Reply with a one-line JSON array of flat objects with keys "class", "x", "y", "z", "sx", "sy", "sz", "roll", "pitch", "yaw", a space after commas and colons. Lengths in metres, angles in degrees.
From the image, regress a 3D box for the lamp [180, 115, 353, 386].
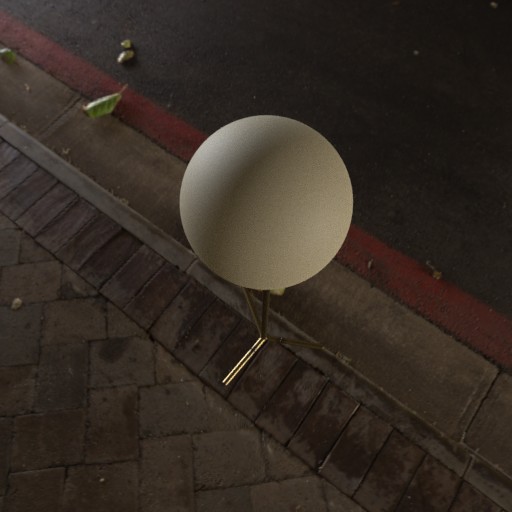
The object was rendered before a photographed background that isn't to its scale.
[{"class": "lamp", "x": 0.000, "y": 0.000, "z": 0.661, "sx": 0.210, "sy": 0.552, "sz": 0.251, "roll": -18, "pitch": 64, "yaw": -9}]
